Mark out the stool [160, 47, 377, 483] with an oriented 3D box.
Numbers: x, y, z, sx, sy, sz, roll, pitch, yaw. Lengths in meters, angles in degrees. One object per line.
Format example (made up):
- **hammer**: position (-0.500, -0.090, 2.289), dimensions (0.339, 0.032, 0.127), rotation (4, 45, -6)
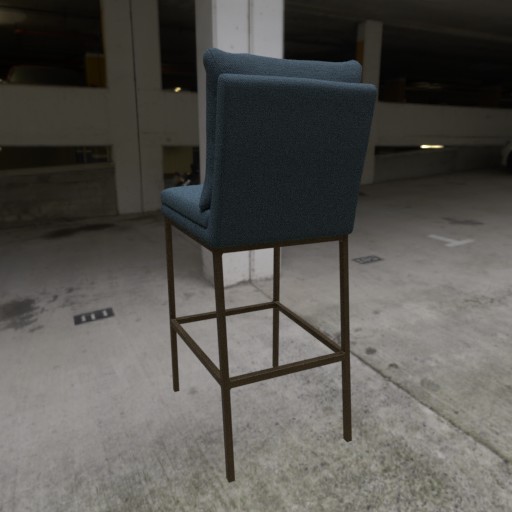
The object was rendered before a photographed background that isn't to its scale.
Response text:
- **stool**: position (0.000, 0.000, 1.403), dimensions (0.463, 1.124, 0.568), rotation (-7, 16, -24)
